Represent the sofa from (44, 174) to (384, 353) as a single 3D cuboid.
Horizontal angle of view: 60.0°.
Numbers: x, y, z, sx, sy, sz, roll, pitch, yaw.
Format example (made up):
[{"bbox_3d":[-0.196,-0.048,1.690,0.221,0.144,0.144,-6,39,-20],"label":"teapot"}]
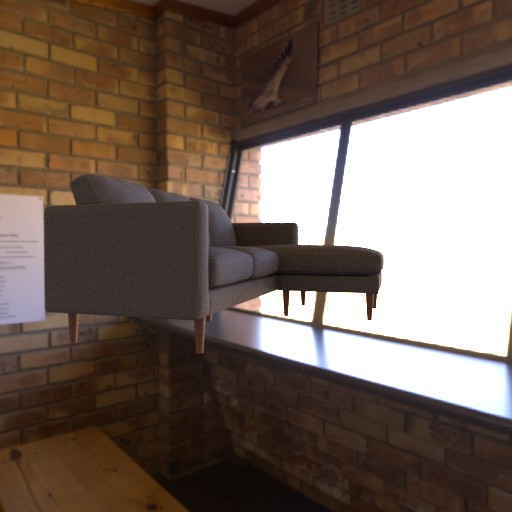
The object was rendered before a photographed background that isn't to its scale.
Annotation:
[{"bbox_3d":[0.000,0.000,2.930,1.591,0.897,2.031,0,1,18],"label":"sofa"}]
